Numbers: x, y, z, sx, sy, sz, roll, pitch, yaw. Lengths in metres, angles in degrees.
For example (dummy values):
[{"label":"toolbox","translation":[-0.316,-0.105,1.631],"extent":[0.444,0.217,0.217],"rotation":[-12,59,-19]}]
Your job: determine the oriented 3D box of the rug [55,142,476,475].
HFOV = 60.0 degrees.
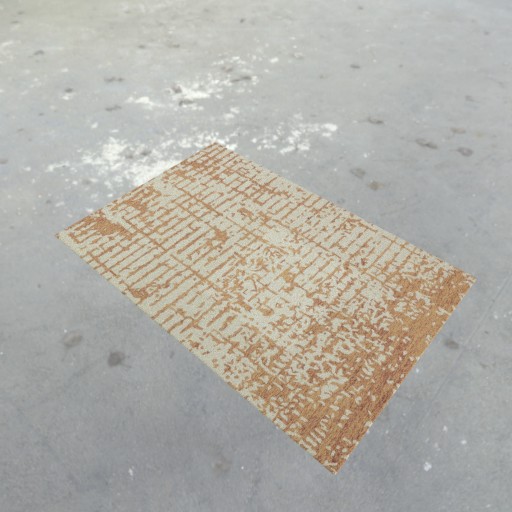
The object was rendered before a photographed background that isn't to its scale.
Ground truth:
[{"label":"rug","translation":[0.000,0.000,2.290],"extent":[1.829,0.011,1.219],"rotation":[33,55,27]}]
